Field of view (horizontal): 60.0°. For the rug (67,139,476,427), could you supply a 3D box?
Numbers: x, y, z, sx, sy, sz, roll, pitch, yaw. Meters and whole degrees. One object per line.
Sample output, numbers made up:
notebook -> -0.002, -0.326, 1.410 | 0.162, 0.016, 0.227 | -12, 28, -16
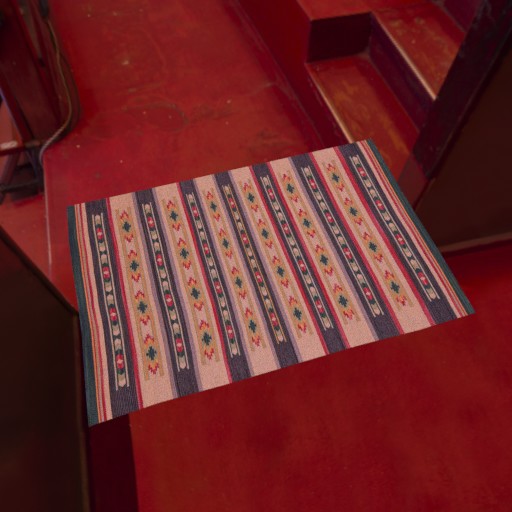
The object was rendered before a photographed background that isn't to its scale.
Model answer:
rug -> 0.000, 0.000, 2.875 | 2.311, 0.010, 1.522 | -14, 60, -8
